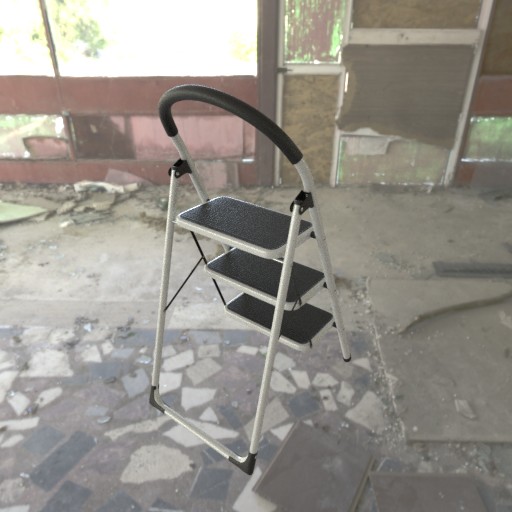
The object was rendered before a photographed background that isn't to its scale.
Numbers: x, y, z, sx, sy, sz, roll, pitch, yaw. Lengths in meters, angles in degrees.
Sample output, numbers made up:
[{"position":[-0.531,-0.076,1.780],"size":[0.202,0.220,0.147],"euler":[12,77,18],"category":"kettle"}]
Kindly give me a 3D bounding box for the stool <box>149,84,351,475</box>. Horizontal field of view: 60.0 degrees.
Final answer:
[{"position":[0.000,0.000,1.458],"size":[0.485,1.109,0.676],"euler":[21,35,32],"category":"stool"}]
